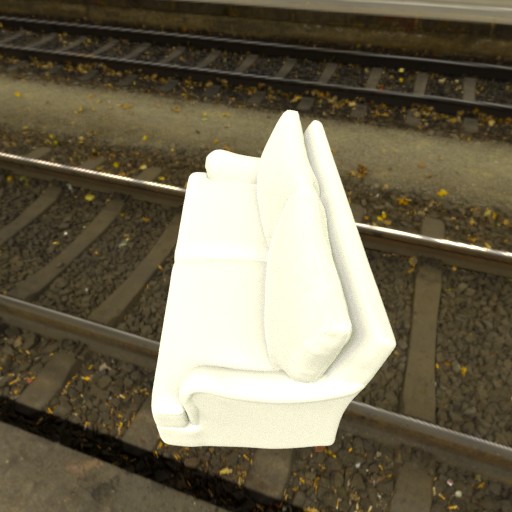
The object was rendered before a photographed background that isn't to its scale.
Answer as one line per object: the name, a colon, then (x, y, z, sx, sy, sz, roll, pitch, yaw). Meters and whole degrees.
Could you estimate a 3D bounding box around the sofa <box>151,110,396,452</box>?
sofa: (0.000, 0.000, 2.833, 1.069, 1.096, 2.193, -1, 40, -1)
